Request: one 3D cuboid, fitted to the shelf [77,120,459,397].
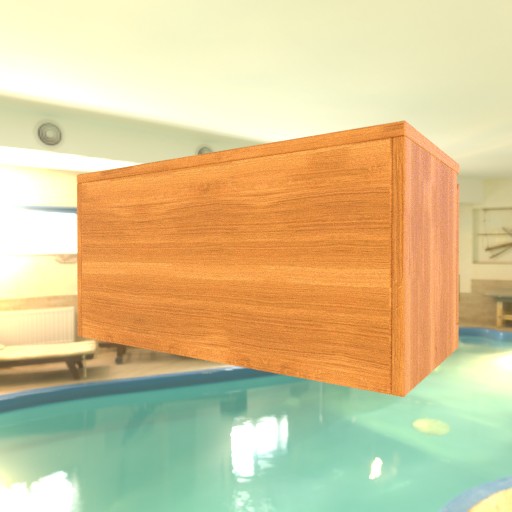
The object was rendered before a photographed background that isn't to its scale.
[{"bbox_3d":[0.000,0.000,1.030,0.800,0.400,0.400,0,1,35],"label":"shelf"}]
